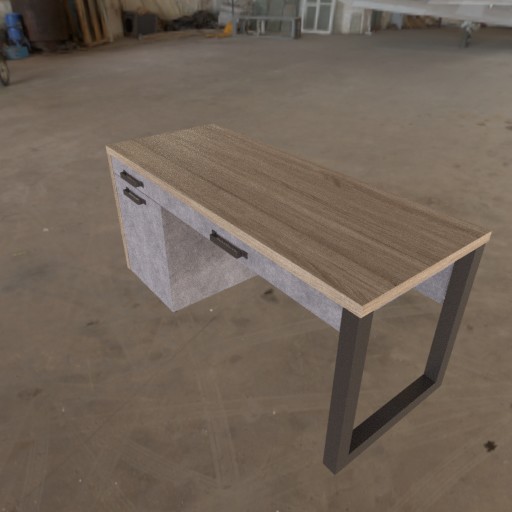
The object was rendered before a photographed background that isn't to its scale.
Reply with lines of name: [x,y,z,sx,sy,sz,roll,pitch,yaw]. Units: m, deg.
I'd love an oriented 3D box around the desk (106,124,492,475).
desk: [0.000,0.000,2.083,0.690,0.760,1.700,-22,38,-32]
